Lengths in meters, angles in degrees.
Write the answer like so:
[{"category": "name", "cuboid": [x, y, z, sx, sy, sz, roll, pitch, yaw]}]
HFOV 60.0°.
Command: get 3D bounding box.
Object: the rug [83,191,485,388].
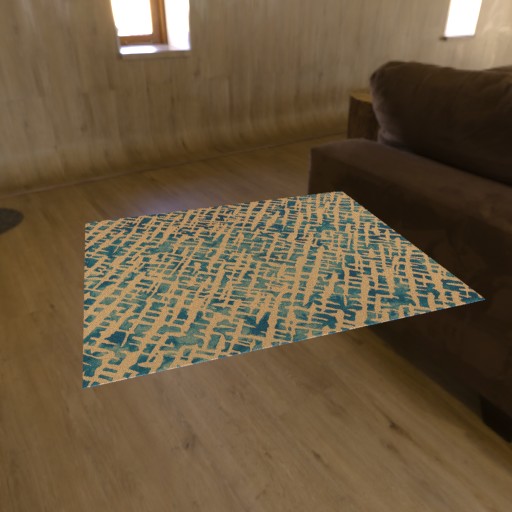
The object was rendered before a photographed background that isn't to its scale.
[{"category": "rug", "cuboid": [0.000, 0.000, 4.078, 3.007, 0.007, 2.435, -9, 31, -15]}]
